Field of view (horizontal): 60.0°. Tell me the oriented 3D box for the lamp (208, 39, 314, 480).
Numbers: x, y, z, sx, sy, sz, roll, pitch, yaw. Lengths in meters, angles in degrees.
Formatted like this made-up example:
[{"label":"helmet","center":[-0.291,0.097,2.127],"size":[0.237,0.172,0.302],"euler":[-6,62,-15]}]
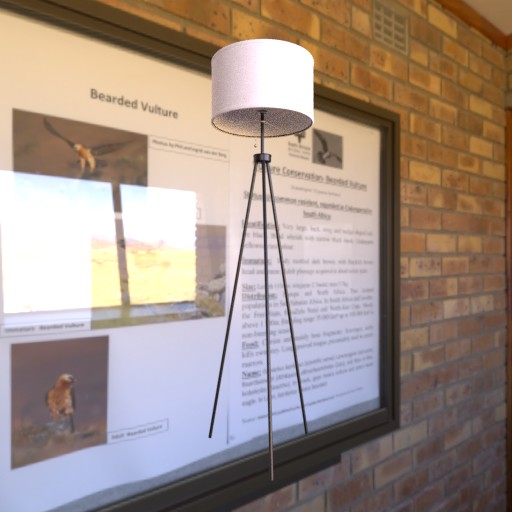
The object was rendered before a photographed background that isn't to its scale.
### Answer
[{"label":"lamp","center":[0.000,0.000,1.777],"size":[0.458,1.545,0.448],"euler":[0,0,19]}]
